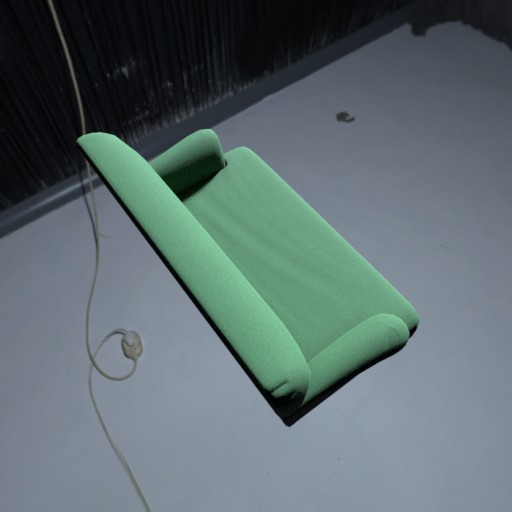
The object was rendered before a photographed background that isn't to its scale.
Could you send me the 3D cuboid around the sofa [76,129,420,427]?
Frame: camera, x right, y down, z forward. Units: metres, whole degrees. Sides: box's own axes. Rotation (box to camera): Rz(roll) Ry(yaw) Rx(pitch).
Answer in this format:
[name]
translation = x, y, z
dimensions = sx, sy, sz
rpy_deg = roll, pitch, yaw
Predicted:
[sofa]
translation = 0.000, 0.000, 1.830
dimensions = 0.779, 0.889, 1.297
rpy_deg = -33, 64, -18
